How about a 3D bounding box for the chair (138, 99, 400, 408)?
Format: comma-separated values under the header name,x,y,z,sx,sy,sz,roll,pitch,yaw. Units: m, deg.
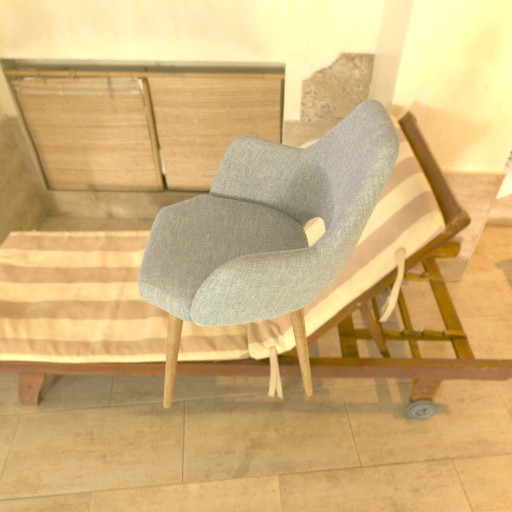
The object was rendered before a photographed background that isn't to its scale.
name,x,y,z,sx,sy,sz,roll,pitch,yaw
chair,0.000,0.000,1.258,0.610,0.840,0.590,0,42,1
